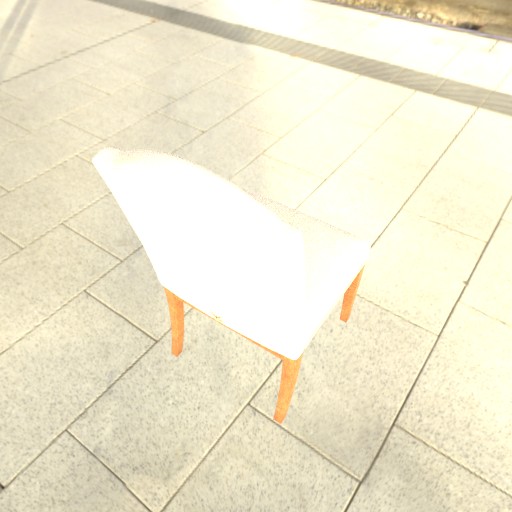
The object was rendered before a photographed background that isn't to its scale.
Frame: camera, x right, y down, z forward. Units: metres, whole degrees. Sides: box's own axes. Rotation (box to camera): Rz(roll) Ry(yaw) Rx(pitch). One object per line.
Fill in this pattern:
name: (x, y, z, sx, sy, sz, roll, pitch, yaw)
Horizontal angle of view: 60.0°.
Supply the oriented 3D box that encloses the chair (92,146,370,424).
chair: (0.000, 0.000, 1.387, 0.534, 1.012, 0.648, 26, 52, 23)
